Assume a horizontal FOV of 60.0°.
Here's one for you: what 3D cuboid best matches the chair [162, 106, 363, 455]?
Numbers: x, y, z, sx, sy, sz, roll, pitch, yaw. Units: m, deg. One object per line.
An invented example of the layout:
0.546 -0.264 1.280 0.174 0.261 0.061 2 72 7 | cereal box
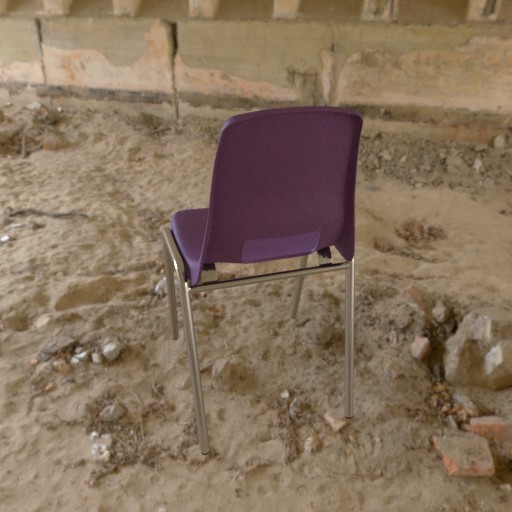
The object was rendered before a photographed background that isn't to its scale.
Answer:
0.000 0.000 0.974 0.381 0.704 0.432 -8 30 -14 | chair
